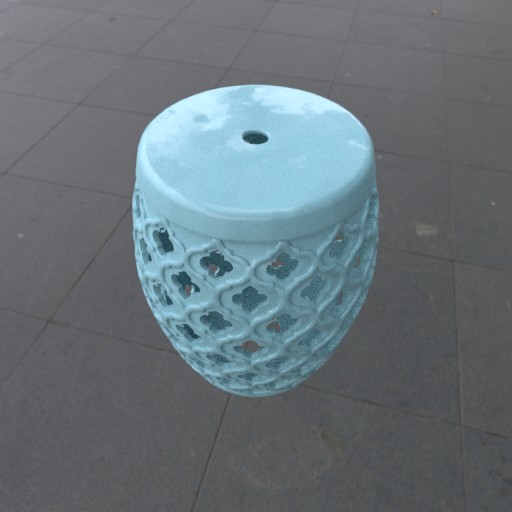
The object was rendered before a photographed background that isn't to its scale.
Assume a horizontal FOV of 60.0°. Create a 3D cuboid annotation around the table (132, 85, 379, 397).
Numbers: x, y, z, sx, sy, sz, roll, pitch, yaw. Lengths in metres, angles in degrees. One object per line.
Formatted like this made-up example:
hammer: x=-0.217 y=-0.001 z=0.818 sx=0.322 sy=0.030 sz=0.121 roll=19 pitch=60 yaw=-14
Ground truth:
table: x=0.000 y=0.000 z=0.633 sx=0.325 sy=0.388 sz=0.325 roll=0 pitch=47 yaw=0
